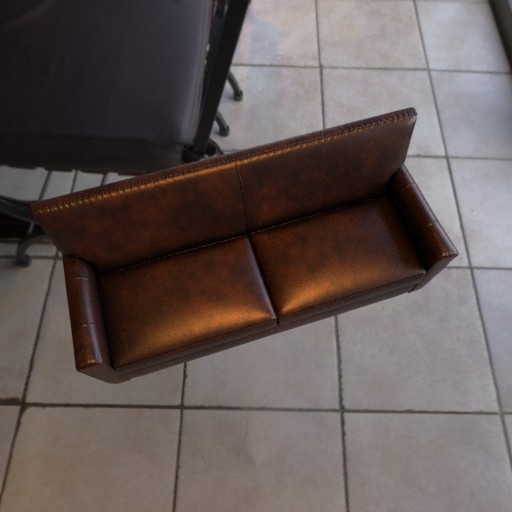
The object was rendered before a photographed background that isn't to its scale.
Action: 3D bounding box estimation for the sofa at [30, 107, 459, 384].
[{"bbox_3d":[0.000,0.000,2.440,1.995,0.871,0.786,-16,66,-7],"label":"sofa"}]
